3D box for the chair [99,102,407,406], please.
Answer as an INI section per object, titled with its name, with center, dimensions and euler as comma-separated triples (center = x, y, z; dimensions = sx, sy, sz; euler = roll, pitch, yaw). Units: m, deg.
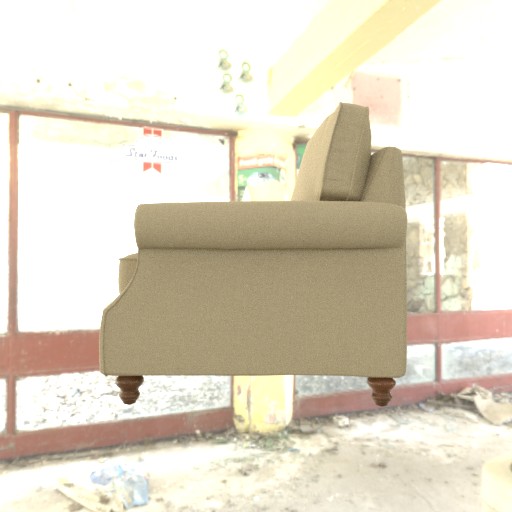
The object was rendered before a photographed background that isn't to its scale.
[chair]
center = 0.000, 0.000, 1.787
dimensions = 0.966, 0.967, 1.029
euler = 0, -1, 1
